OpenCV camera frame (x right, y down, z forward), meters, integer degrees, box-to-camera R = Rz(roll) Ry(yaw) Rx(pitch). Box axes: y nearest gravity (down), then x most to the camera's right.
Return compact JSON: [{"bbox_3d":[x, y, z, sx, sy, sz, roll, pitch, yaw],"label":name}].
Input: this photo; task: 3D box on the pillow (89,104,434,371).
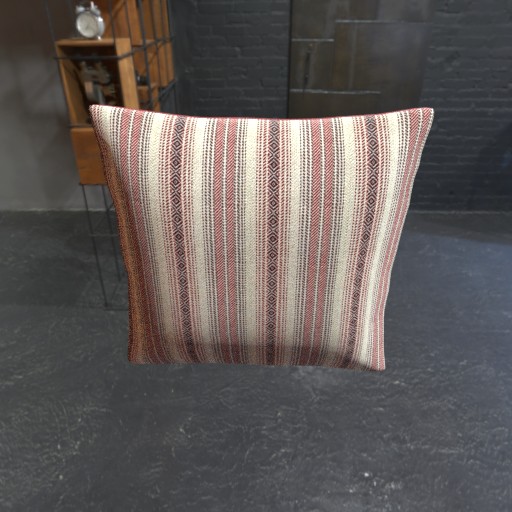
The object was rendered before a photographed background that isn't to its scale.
[{"bbox_3d":[0.000,0.000,0.765,0.513,0.497,0.166,1,29,2],"label":"pillow"}]
